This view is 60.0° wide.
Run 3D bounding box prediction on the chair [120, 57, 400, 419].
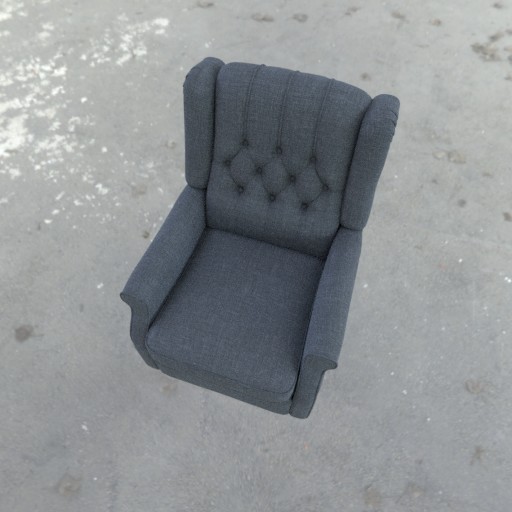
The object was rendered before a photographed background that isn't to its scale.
[{"bbox_3d":[0.000,0.000,1.609,0.742,1.035,0.898,16,60,10],"label":"chair"}]
